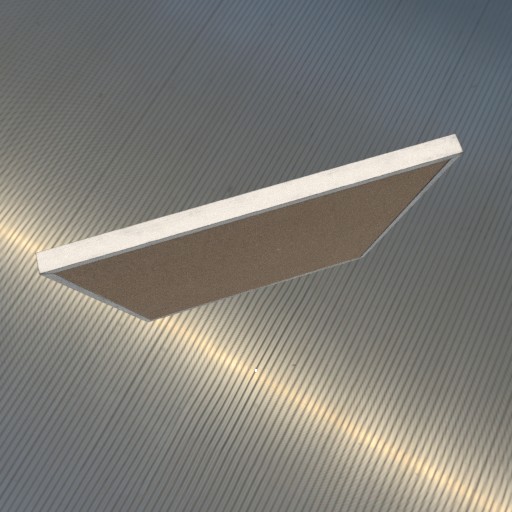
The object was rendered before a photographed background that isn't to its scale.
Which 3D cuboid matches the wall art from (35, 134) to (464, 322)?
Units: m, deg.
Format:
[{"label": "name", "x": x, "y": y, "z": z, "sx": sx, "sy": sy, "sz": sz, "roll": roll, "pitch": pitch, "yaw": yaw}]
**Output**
[{"label": "wall art", "x": 0.000, "y": 0.000, "z": 1.135, "sx": 0.762, "sy": 0.762, "sz": 0.038, "roll": -16, "pitch": 76, "yaw": -4}]
